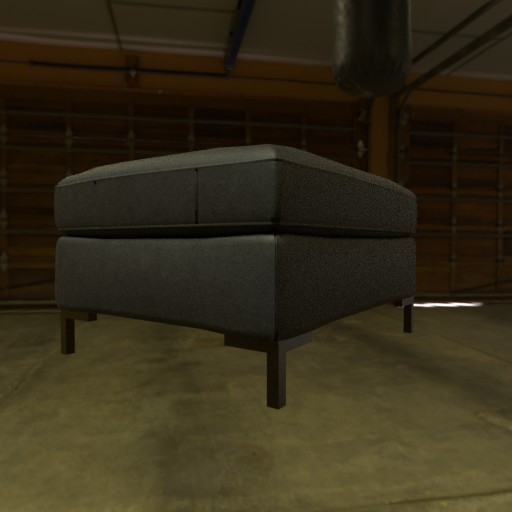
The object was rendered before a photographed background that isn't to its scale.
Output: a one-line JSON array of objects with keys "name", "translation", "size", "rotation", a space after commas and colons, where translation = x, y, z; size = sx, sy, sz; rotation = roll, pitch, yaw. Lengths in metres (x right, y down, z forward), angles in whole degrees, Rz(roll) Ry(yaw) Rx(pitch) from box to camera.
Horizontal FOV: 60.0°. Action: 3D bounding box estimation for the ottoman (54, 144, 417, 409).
[{"name": "ottoman", "translation": [0.000, 0.000, 1.791], "size": [0.967, 0.696, 1.187], "rotation": [1, 2, 35]}]
